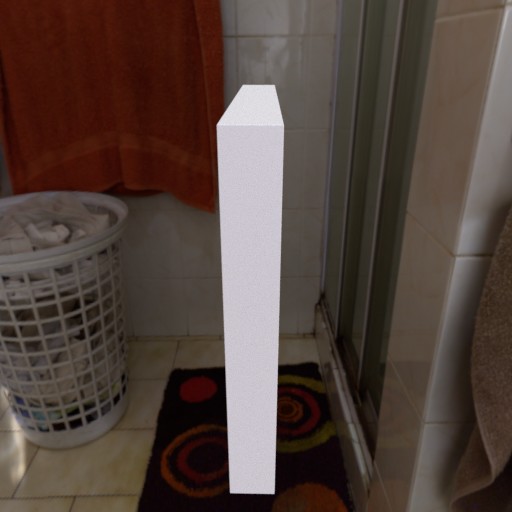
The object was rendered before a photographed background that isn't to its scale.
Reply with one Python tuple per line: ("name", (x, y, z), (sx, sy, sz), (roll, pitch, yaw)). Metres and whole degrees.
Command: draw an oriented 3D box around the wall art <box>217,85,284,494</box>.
("wall art", (0.000, 0.000, 0.451), (0.038, 0.305, 0.305), (1, 25, 1))
